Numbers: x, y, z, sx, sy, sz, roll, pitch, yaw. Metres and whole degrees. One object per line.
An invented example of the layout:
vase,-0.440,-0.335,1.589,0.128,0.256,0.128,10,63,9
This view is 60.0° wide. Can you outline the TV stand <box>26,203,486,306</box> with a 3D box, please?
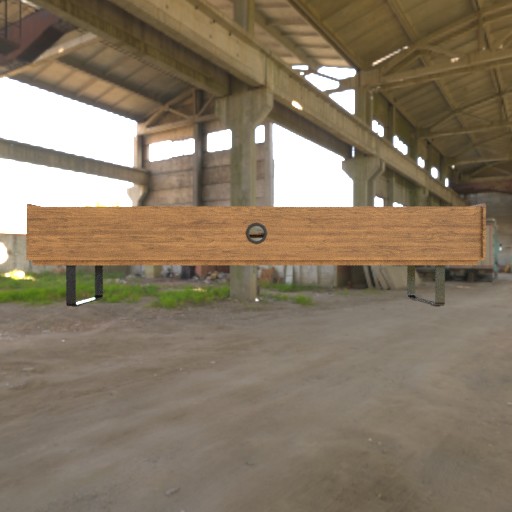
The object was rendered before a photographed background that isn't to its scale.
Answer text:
TV stand,0.000,0.000,1.960,1.796,0.415,0.467,0,0,-1
